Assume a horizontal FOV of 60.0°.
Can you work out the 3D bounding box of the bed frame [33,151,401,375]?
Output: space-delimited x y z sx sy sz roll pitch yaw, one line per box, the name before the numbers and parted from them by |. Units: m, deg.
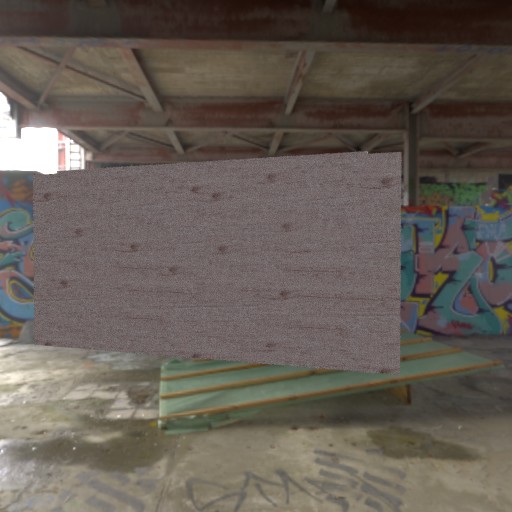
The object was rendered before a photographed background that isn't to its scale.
bed frame | 0.000 0.000 3.176 1.950 0.970 2.080 0 1 18
